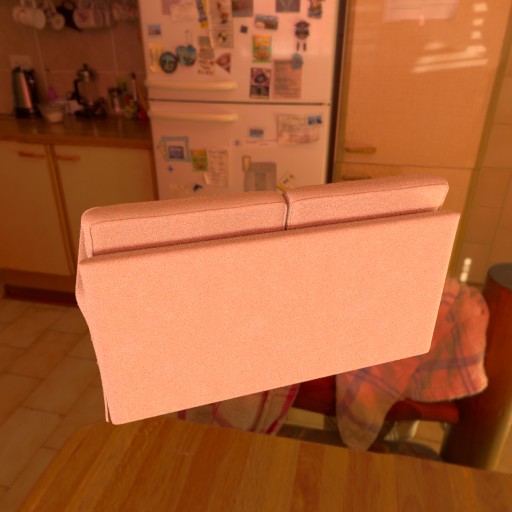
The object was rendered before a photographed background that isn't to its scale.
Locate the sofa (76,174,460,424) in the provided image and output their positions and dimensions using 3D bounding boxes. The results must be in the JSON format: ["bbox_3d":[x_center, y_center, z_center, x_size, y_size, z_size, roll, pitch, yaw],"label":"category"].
[{"bbox_3d":[0.000,0.000,2.339,1.727,0.940,0.991,-8,28,-16],"label":"sofa"}]
